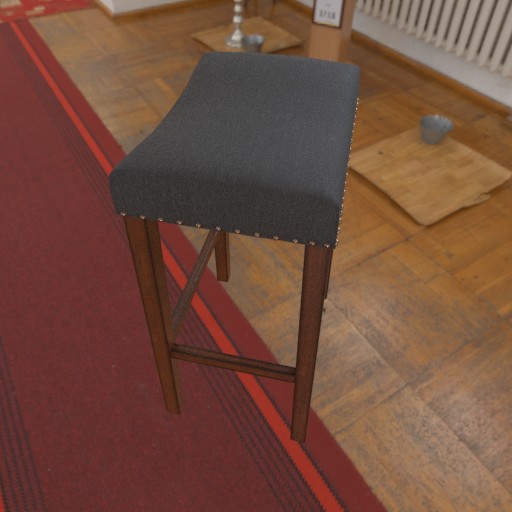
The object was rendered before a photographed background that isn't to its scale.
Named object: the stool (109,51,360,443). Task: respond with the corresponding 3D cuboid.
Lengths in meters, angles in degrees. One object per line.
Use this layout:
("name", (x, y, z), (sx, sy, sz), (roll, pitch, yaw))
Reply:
("stool", (0.000, 0.000, 1.037), (0.366, 0.760, 0.502), (9, 46, 9))
